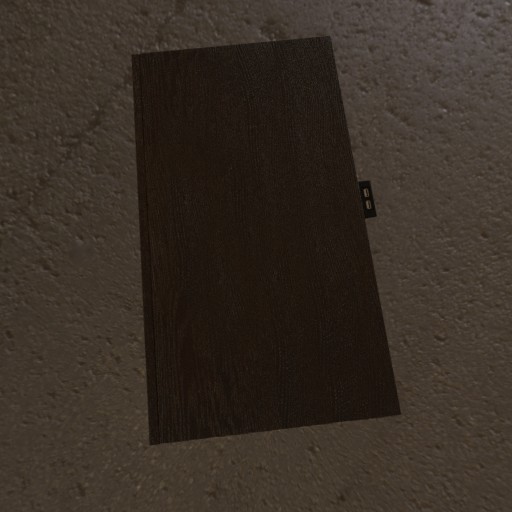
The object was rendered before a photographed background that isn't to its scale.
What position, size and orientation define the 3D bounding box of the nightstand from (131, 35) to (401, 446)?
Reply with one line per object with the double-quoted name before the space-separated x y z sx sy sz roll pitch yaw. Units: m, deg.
"nightstand" 0.000 0.000 1.139 0.457 0.612 0.775 -6 75 -2
